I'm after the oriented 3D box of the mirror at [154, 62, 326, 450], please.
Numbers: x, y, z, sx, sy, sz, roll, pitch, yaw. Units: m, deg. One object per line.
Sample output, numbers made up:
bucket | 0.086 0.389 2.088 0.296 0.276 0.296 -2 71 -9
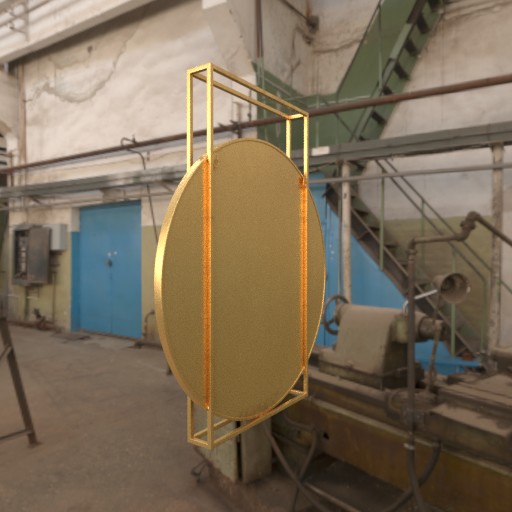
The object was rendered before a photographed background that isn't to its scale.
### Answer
mirror | 0.000 0.000 0.832 0.051 0.603 0.508 1 1 35
